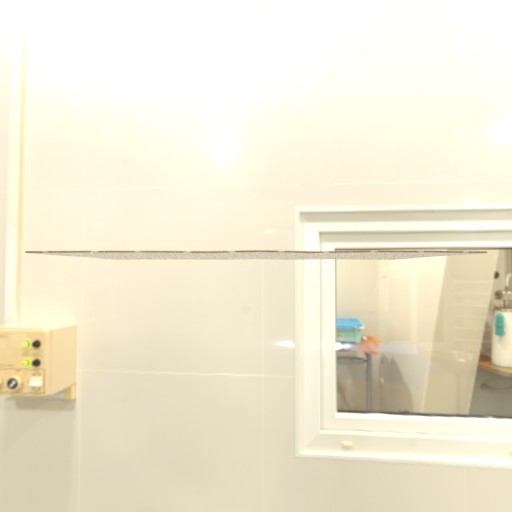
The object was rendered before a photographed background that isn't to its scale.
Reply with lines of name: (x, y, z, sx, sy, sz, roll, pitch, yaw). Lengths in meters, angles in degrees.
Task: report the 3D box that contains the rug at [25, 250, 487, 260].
rug: (0.000, 0.000, 2.239, 1.761, 0.013, 1.152, 0, -2, -1)
